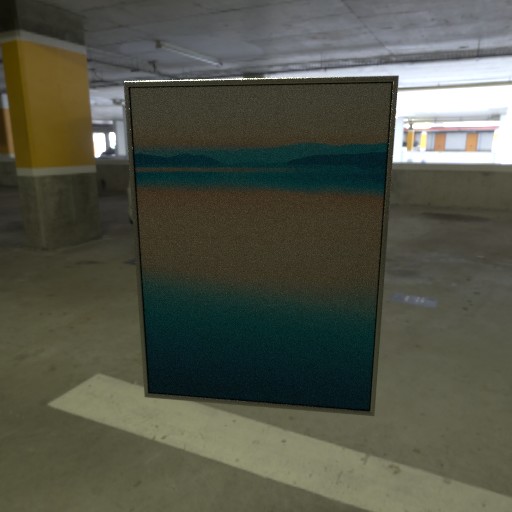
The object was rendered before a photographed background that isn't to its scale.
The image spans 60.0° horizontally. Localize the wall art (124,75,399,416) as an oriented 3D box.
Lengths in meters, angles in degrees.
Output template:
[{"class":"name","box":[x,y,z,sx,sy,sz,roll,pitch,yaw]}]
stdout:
[{"class":"wall art","box":[0.000,0.000,1.420,0.801,1.062,0.037,2,14,8]}]
